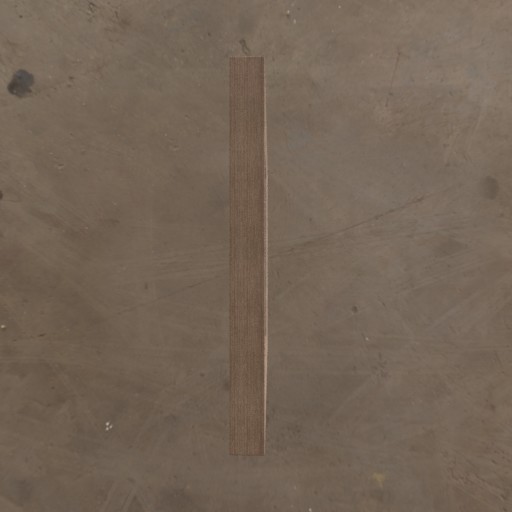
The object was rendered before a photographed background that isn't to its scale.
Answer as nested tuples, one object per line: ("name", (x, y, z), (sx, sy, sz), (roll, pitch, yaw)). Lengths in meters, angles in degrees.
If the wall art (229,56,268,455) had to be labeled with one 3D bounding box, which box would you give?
("wall art", (0.000, 0.000, 0.648), (0.031, 0.509, 0.356), (0, 90, 2))
